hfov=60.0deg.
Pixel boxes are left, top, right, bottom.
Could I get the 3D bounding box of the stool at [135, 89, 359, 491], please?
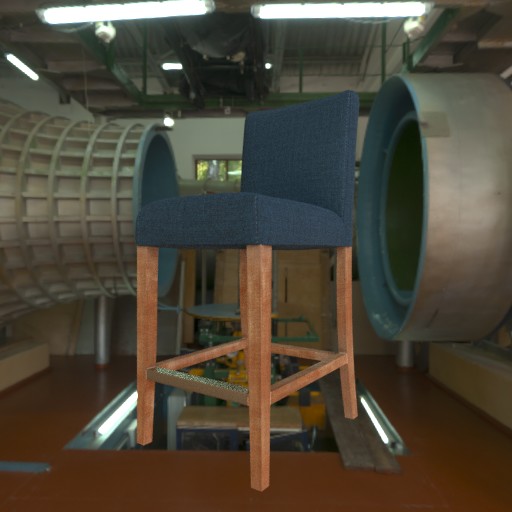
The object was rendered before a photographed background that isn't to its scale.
[{"bbox_3d":[0.000,0.000,1.317,0.454,1.039,0.567,0,1,36],"label":"stool"}]
